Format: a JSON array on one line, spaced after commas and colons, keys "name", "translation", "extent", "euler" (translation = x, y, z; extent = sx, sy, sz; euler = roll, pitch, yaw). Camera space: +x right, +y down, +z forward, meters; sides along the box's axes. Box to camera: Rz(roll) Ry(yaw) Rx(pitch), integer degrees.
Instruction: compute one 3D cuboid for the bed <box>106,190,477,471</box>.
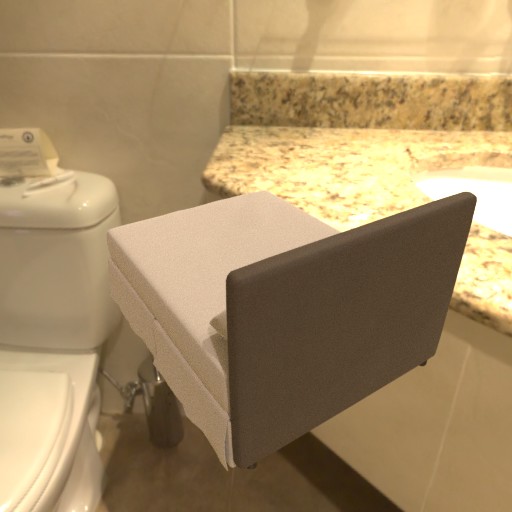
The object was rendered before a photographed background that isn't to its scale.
[{"name": "bed", "translation": [0.000, 0.000, 3.232], "extent": [1.723, 1.330, 2.142], "euler": [-18, 35, -28]}]
